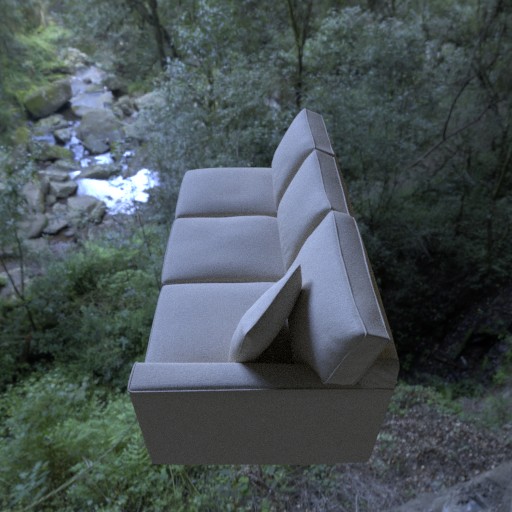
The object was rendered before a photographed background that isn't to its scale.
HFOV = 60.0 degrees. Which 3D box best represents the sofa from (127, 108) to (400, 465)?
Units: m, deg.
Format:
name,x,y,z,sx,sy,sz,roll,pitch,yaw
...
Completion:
name,x,y,z,sx,sy,sz,roll,pitch,yaw
sofa,0.000,0.000,2.492,1.034,0.946,1.963,0,40,0
